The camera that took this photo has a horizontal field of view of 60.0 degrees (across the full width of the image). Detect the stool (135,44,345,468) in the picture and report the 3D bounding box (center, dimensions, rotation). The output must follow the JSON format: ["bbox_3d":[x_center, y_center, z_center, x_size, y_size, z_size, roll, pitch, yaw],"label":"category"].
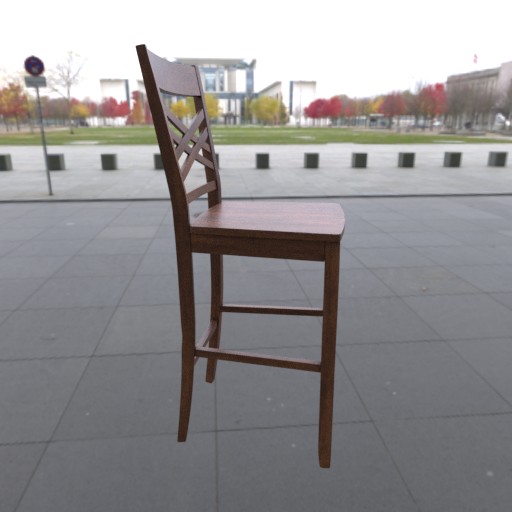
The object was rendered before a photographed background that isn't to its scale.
[{"bbox_3d":[0.000,0.000,1.314,0.504,1.098,0.426,3,17,9],"label":"stool"}]
